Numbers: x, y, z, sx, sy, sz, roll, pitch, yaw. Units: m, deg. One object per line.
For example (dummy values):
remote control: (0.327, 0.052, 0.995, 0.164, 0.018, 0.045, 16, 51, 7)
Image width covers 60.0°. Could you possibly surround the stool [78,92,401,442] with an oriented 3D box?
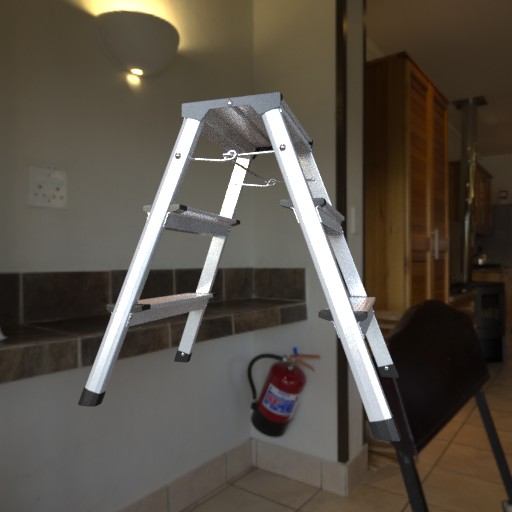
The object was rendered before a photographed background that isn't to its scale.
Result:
stool: (0.000, 0.000, 1.013, 0.622, 0.605, 0.437, 0, -1, 17)
